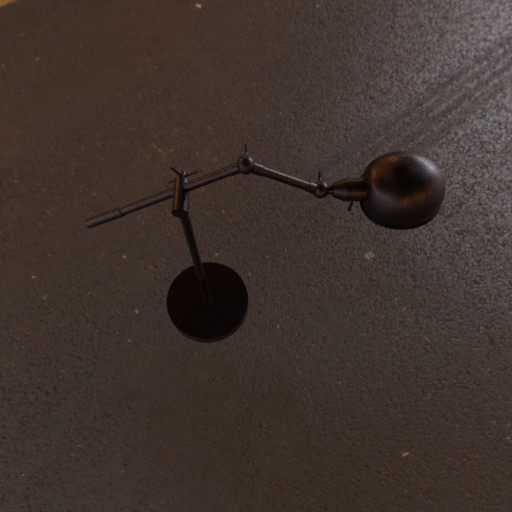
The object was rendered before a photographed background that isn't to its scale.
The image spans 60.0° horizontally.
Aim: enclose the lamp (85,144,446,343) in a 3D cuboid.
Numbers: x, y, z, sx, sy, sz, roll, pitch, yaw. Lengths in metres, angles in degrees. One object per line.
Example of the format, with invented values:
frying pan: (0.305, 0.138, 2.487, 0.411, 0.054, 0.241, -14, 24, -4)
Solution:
lamp: (0.000, 0.000, 0.806, 0.567, 0.495, 0.185, -1, 64, 0)
